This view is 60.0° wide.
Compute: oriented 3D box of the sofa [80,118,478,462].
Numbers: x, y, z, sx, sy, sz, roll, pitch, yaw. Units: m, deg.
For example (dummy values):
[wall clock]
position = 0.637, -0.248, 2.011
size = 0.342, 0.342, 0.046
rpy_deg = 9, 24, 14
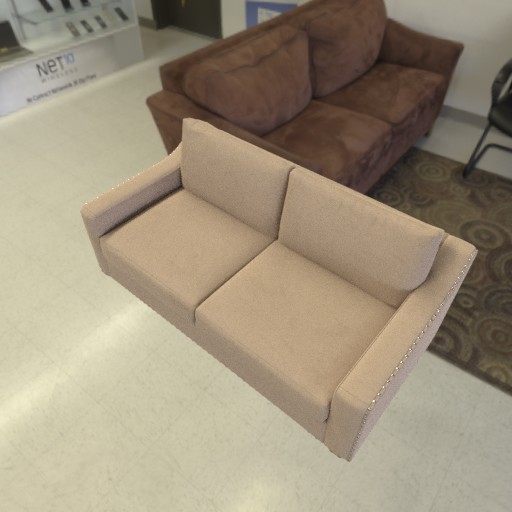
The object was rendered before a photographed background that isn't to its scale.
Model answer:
[sofa]
position = 0.000, 0.000, 2.525
size = 1.967, 0.901, 1.030
rpy_deg = 31, 53, 27
